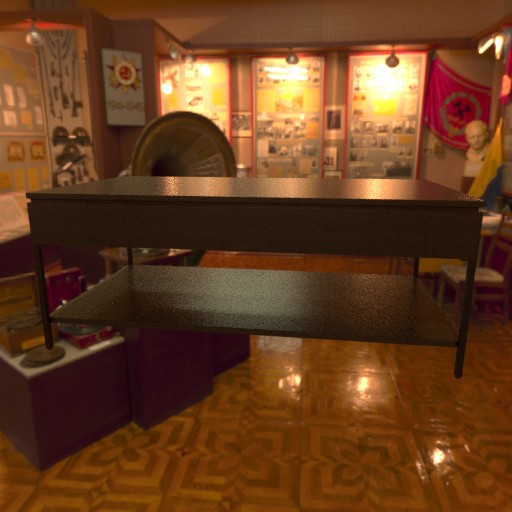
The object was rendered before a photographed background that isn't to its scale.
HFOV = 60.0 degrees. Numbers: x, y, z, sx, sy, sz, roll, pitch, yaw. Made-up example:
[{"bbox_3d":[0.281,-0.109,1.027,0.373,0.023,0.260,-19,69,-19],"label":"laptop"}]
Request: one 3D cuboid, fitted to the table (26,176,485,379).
[{"bbox_3d":[0.000,0.000,1.373,1.095,0.435,0.574,2,15,8],"label":"table"}]
